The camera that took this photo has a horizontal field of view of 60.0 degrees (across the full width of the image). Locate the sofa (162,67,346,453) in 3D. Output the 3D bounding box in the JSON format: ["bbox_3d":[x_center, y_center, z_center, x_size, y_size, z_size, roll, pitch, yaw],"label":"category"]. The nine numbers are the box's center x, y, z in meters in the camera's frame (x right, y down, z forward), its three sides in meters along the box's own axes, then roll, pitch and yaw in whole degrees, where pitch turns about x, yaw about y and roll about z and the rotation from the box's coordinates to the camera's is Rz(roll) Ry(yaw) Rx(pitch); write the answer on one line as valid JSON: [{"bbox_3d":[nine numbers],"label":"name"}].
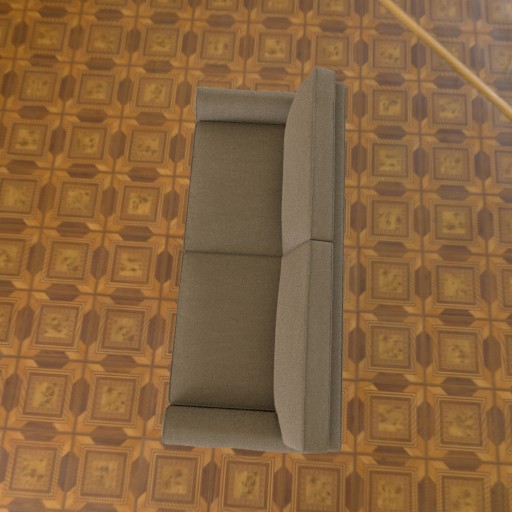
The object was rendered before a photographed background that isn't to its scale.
[{"bbox_3d":[0.000,0.000,2.766,0.991,0.943,2.248,3,77,1],"label":"sofa"}]
